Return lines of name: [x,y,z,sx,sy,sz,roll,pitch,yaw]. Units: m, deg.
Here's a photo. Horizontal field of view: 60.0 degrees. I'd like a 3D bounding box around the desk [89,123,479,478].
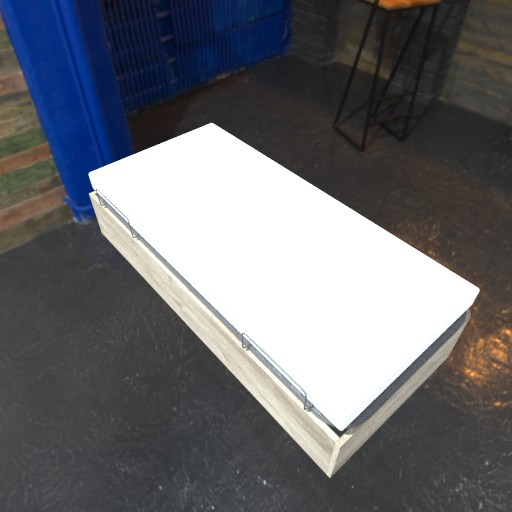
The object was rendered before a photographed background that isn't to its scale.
desk: [0.000,0.000,2.286,0.900,0.455,1.900,-32,53,-28]
